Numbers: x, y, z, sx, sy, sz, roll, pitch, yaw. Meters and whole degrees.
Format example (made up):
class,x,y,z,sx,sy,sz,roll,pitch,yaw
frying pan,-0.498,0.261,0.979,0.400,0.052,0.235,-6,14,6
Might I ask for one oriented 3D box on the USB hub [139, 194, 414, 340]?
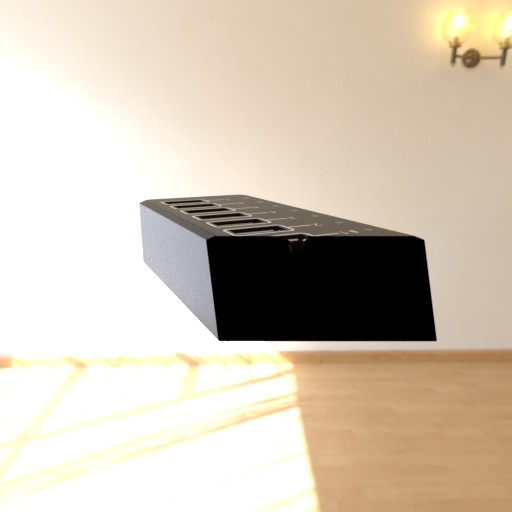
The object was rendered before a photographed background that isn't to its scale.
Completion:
class,x,y,z,sx,sy,sz,roll,pitch,yaw
USB hub,0.000,0.000,0.129,0.044,0.023,0.110,-7,16,-26
